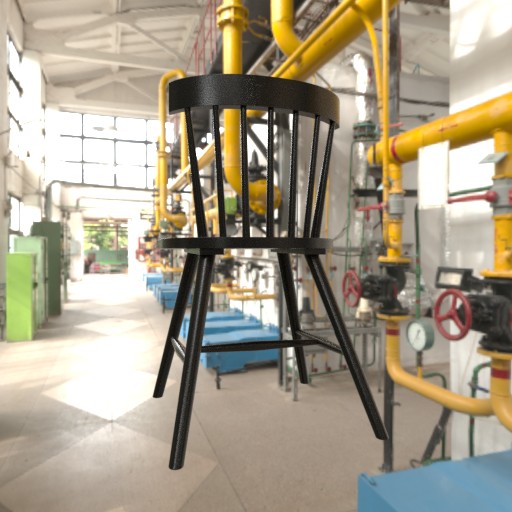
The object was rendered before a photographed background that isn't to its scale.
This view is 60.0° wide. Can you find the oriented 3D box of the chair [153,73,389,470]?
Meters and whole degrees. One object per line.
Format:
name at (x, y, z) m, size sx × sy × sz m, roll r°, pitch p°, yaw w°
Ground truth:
chair at (0.000, 0.000, 1.175) m, size 0.506 × 0.844 × 0.483 m, roll 0°, pitch 1°, yaw -17°
